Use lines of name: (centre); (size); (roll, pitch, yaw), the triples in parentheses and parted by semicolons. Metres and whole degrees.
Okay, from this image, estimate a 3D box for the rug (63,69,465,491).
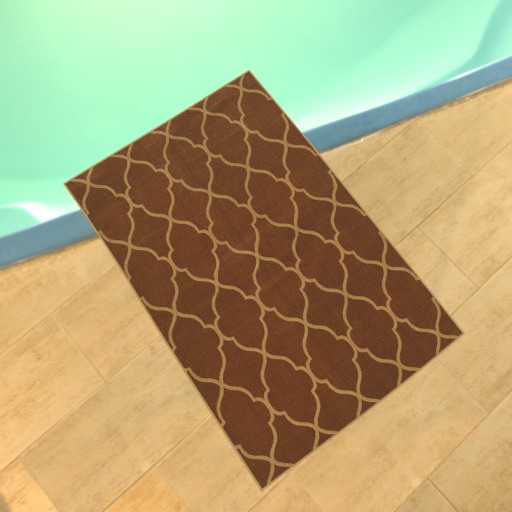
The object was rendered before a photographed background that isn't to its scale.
rug: (0.000, 0.000, 2.817); (1.526, 0.014, 2.290); (-35, 78, -8)
